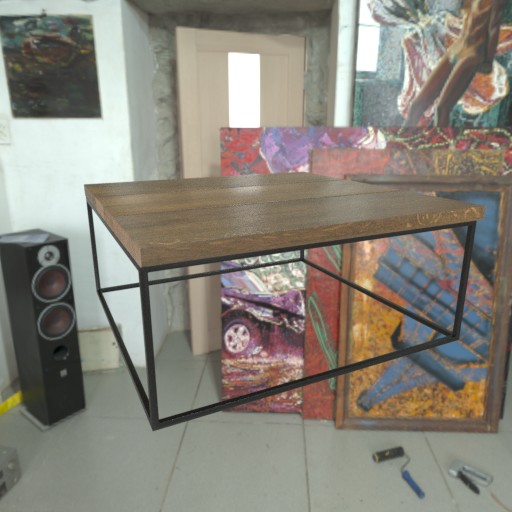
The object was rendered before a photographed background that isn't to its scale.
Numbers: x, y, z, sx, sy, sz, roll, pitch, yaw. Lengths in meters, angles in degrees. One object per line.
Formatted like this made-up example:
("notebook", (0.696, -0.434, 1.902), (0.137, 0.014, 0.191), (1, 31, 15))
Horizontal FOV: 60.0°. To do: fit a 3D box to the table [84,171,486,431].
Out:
("table", (0.000, 0.000, 1.415), (0.900, 0.400, 0.900), (-8, 19, -25))
